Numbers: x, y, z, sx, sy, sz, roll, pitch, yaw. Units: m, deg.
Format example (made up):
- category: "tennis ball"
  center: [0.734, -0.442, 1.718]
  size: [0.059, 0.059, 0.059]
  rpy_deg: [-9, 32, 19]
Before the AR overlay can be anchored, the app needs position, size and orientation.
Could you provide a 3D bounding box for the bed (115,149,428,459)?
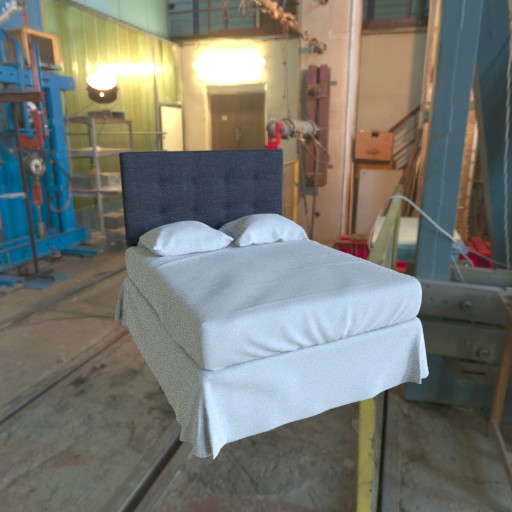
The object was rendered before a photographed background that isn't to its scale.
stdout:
- category: "bed"
  center: [0.000, 0.000, 3.535]
  size: [1.936, 1.577, 2.222]
  rpy_deg: [-8, 17, -26]
